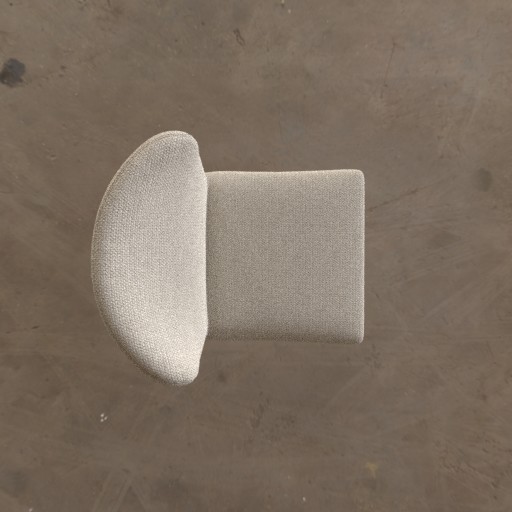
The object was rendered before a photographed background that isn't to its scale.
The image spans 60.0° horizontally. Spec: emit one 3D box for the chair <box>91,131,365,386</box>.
[{"bbox_3d":[0.000,0.000,1.208,0.589,0.839,0.491,0,91,1],"label":"chair"}]
